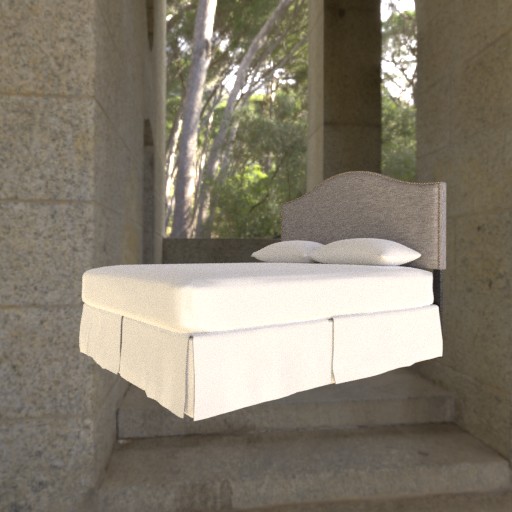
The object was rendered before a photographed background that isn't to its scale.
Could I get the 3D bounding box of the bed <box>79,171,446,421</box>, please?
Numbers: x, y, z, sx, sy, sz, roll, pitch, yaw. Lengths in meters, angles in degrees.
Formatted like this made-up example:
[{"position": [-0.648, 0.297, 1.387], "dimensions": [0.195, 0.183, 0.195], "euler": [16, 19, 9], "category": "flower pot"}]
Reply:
[{"position": [0.000, 0.000, 2.906], "dimensions": [1.870, 1.295, 1.610], "euler": [0, 0, -37], "category": "bed"}]
